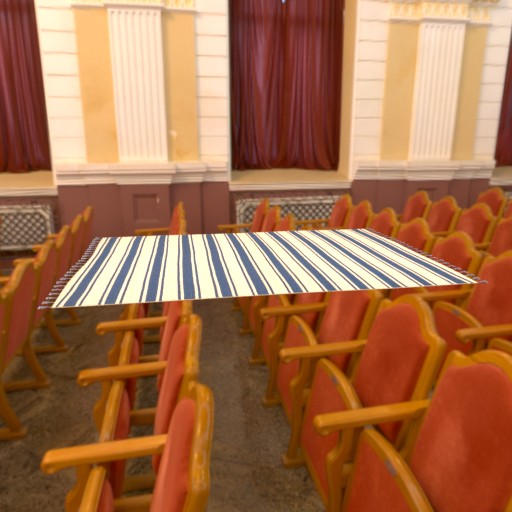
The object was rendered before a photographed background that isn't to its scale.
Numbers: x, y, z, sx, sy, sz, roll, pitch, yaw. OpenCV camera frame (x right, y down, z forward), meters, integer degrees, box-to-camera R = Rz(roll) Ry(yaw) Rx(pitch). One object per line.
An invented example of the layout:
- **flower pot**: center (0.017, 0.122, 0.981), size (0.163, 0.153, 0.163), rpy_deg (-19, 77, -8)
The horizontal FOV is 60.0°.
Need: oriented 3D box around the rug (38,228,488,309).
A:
- **rug**: center (0.000, 0.000, 2.940), size (2.315, 0.010, 1.544), rpy_deg (-2, 15, -9)
